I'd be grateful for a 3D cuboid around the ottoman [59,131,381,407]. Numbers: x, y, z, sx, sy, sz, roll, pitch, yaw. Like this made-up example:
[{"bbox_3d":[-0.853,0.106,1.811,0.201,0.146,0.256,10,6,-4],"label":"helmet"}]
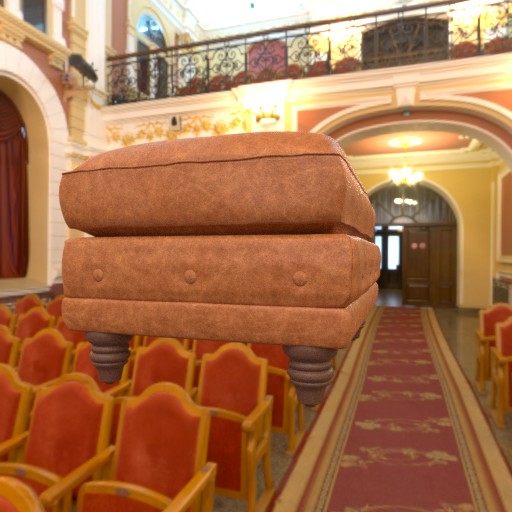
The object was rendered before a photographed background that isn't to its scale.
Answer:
[{"bbox_3d":[0.000,0.000,1.044,0.533,0.480,0.710,0,0,19],"label":"ottoman"}]
